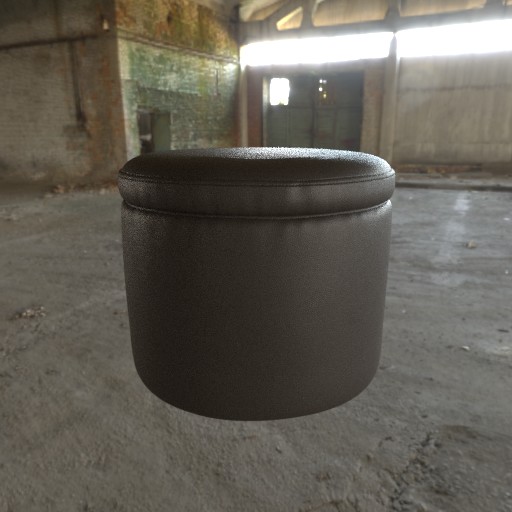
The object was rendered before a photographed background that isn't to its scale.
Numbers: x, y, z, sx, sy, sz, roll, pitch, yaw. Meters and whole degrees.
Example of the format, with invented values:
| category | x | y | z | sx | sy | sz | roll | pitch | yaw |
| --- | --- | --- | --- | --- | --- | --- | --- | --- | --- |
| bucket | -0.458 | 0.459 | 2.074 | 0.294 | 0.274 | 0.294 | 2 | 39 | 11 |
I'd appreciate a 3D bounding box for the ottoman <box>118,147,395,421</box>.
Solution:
| category | x | y | z | sx | sy | sz | roll | pitch | yaw |
| --- | --- | --- | --- | --- | --- | --- | --- | --- | --- |
| ottoman | 0.000 | 0.000 | 0.870 | 0.500 | 0.409 | 0.500 | 0 | 15 | 0 |
